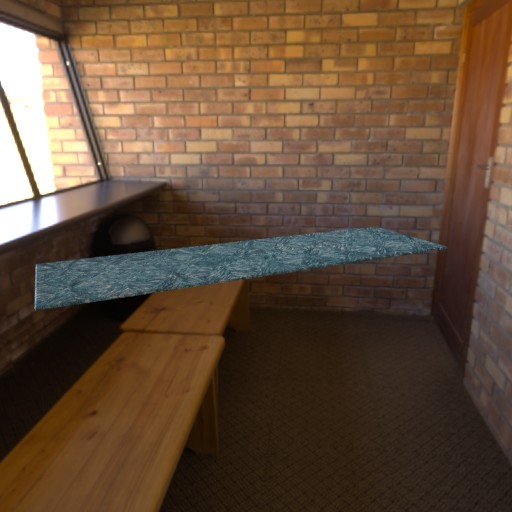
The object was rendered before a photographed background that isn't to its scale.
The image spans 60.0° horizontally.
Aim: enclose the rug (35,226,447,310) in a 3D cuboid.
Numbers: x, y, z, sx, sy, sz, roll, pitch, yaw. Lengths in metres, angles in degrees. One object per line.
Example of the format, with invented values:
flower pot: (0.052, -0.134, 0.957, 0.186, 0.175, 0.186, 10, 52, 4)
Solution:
rug: (0.000, 0.000, 2.547, 2.286, 0.016, 0.676, -7, 17, -24)
